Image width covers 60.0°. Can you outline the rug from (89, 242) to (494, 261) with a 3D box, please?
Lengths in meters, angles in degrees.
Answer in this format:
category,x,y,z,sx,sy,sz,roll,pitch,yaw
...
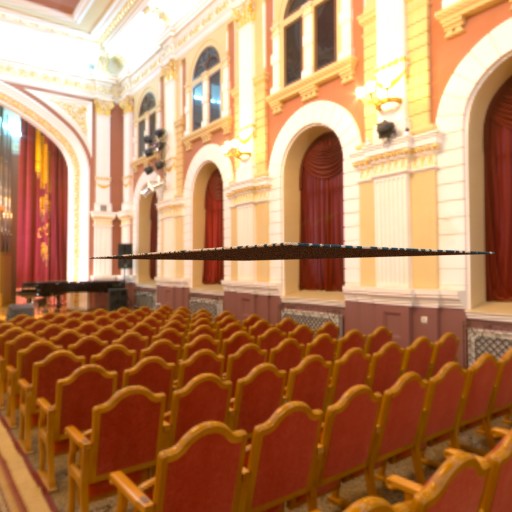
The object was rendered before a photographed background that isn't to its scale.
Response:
category,x,y,z,sx,sy,sz,roll,pitch,yaw
rug,0.000,0.000,3.002,1.517,0.011,2.435,1,-2,-36
